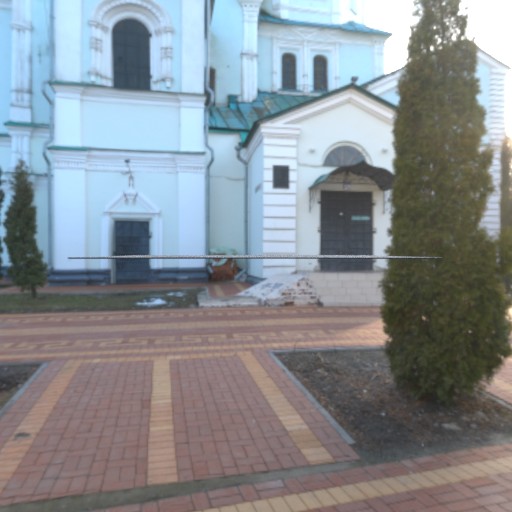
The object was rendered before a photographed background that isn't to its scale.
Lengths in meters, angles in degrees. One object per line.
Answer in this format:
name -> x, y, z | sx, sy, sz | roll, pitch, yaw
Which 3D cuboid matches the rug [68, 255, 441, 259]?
rug -> 0.000, 0.000, 2.199 | 1.135, 0.010, 1.740 | 0, 0, 1
